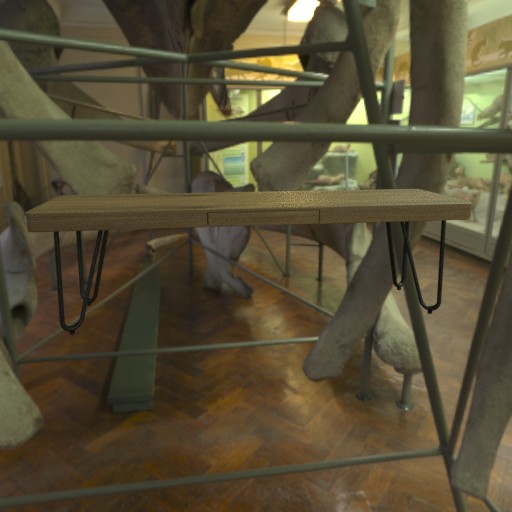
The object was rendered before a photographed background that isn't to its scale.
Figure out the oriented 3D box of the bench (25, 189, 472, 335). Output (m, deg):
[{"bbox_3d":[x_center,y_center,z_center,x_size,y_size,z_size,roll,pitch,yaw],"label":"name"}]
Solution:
[{"bbox_3d":[0.000,0.000,1.788,1.570,0.462,0.425,-2,16,-8],"label":"bench"}]
